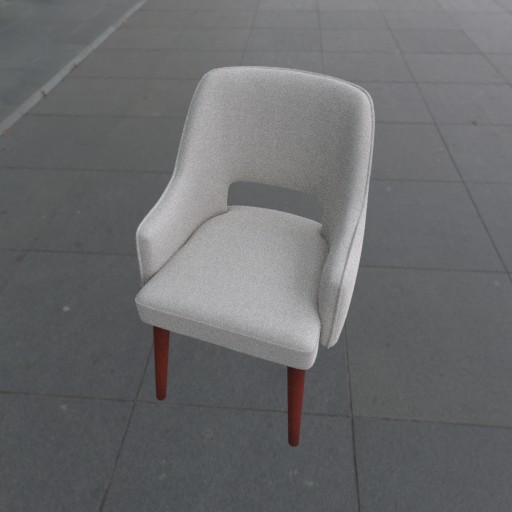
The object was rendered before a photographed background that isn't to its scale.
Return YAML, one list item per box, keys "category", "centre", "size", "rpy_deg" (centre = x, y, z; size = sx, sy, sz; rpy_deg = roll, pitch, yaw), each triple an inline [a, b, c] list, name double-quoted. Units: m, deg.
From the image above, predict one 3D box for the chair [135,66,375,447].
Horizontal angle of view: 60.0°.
- category: "chair"
  centre: [0.000, 0.000, 1.232]
  size: [0.560, 0.840, 0.580]
  rpy_deg: [14, 44, 15]
